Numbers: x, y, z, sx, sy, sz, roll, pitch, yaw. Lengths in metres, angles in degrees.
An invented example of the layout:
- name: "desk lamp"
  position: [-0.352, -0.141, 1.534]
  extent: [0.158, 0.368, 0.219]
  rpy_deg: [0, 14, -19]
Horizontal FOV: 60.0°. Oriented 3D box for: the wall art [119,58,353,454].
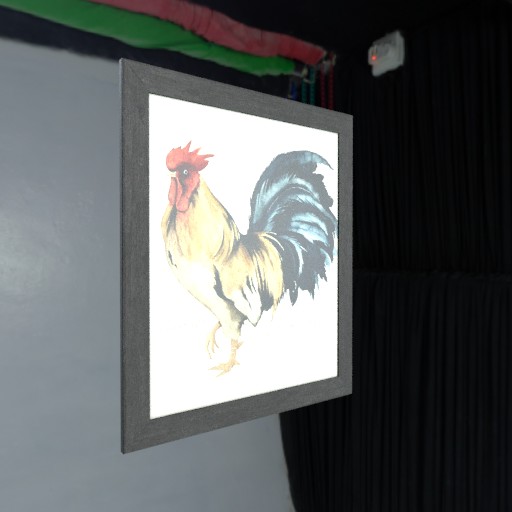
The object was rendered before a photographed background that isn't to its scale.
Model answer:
- name: "wall art"
  position: [0.000, 0.000, 0.778]
  extent: [0.476, 0.570, 0.013]
  rpy_deg: [-1, 1, -35]
